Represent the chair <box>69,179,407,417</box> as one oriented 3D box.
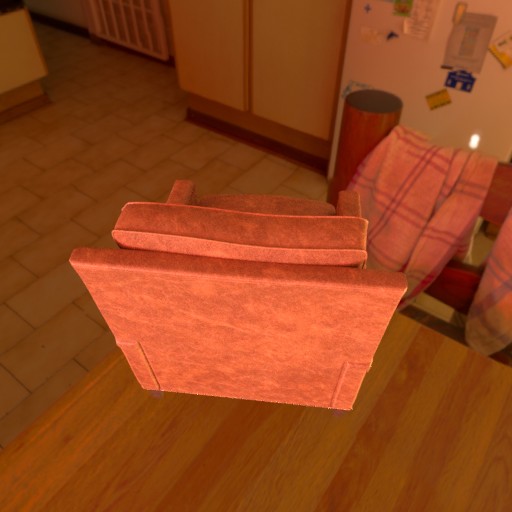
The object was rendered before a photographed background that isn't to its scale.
[{"bbox_3d":[0.000,0.000,1.766,0.854,1.054,1.035,5,45,4],"label":"chair"}]
